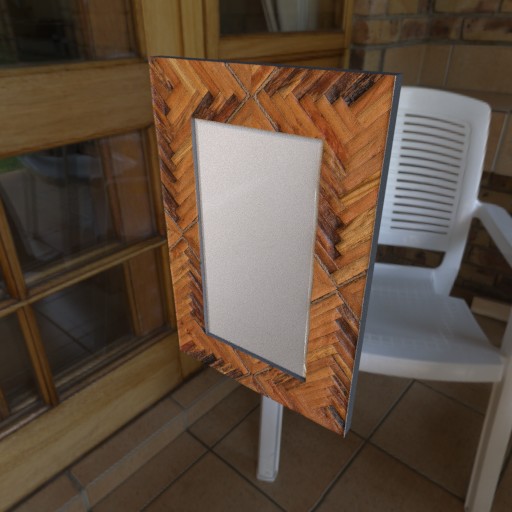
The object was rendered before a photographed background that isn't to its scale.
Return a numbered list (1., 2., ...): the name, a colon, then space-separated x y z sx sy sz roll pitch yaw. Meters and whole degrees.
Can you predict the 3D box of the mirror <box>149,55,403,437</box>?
1. mirror: 0.000 0.000 1.141 0.606 0.912 0.044 19 34 30
